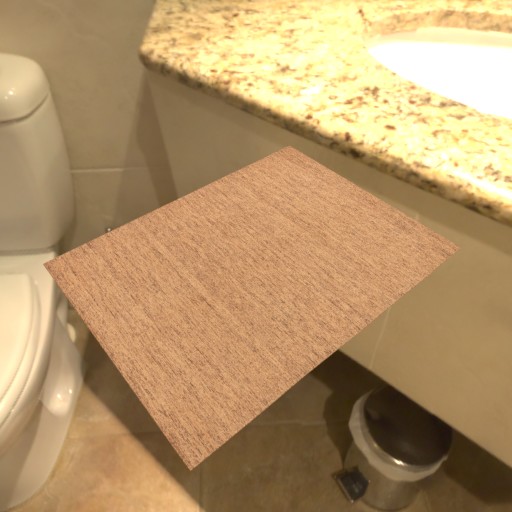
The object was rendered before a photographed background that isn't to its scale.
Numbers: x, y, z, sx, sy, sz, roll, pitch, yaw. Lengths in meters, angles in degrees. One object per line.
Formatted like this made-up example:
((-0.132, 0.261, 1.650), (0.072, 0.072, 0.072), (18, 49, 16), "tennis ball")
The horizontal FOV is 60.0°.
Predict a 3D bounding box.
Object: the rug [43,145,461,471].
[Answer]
((0.000, 0.000, 4.266), (3.205, 0.013, 2.448), (-31, 53, -27), "rug")
